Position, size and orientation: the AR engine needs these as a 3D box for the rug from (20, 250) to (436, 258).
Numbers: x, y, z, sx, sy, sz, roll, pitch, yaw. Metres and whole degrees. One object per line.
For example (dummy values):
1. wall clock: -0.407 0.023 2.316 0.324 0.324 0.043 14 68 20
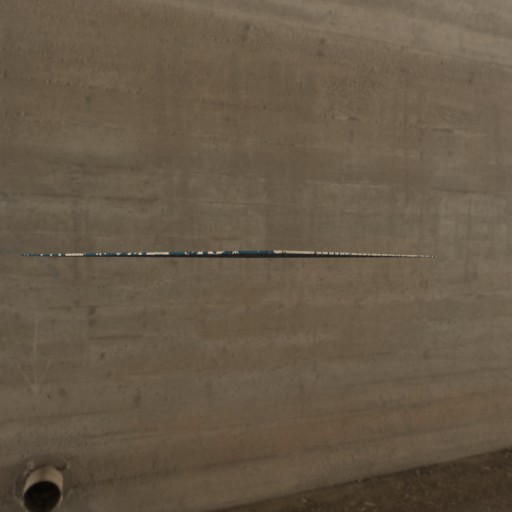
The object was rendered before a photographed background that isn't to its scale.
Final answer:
1. rug: 0.000 0.000 4.018 2.416 0.014 3.017 0 -1 35
